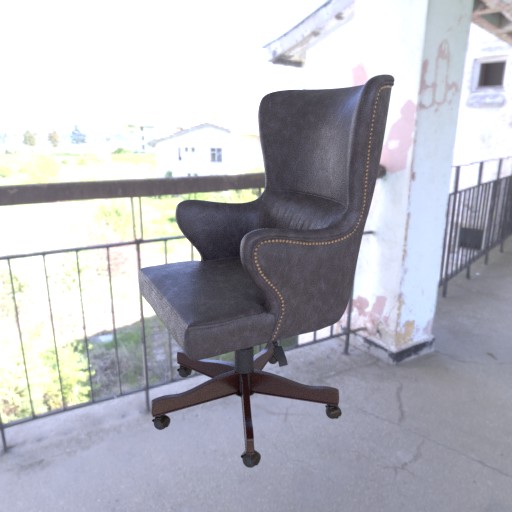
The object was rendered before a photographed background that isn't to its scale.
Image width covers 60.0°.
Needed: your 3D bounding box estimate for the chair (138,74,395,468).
[{"bbox_3d":[0.000,0.000,1.388,0.717,1.037,0.594,-8,18,-26],"label":"chair"}]
